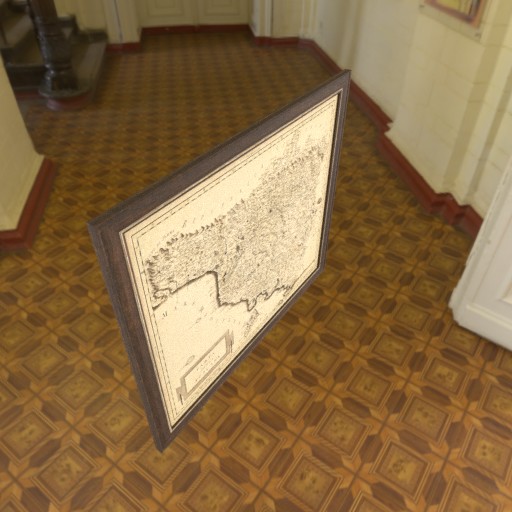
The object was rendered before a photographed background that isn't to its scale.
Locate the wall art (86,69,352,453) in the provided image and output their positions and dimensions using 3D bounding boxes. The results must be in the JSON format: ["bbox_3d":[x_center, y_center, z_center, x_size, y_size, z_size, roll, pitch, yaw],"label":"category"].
[{"bbox_3d":[0.000,0.000,1.407,0.023,0.875,1.033,25,47,26],"label":"wall art"}]
